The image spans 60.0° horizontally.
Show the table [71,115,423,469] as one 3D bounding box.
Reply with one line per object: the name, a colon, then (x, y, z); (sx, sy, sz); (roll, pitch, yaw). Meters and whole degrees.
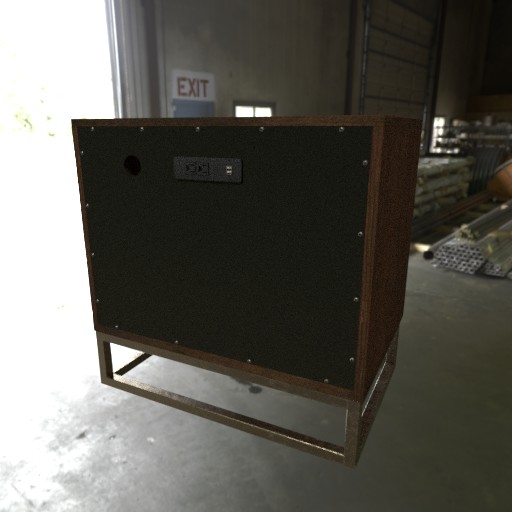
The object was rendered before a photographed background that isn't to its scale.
table: (0.000, 0.000, 1.262); (0.767, 0.746, 0.542); (8, 18, 26)
